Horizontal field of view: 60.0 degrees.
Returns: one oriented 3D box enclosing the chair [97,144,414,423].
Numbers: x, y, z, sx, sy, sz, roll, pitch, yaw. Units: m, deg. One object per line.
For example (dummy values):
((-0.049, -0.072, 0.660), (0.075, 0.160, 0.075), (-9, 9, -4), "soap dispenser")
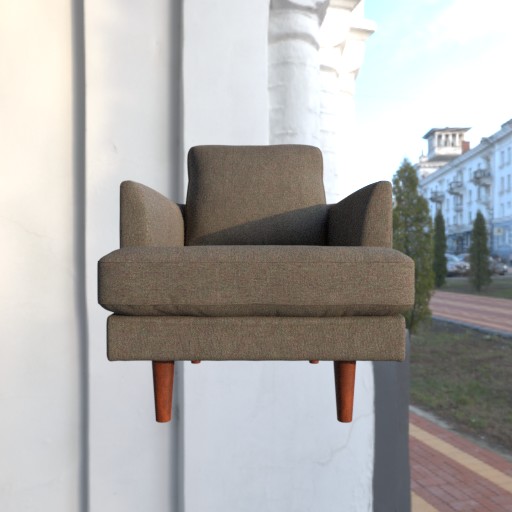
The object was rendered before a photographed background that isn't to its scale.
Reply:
((0.000, 0.000, 1.604), (0.858, 0.957, 0.899), (0, 0, 0), "chair")
